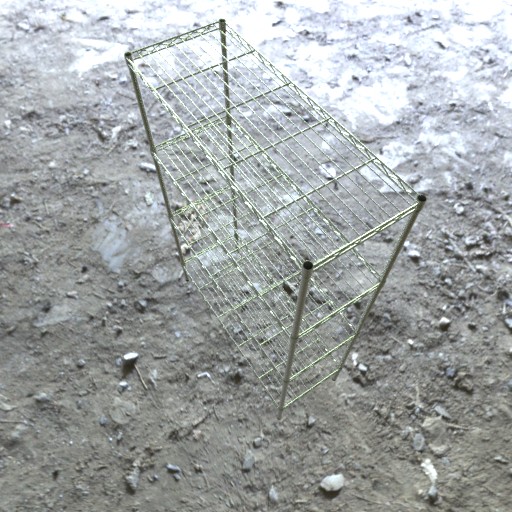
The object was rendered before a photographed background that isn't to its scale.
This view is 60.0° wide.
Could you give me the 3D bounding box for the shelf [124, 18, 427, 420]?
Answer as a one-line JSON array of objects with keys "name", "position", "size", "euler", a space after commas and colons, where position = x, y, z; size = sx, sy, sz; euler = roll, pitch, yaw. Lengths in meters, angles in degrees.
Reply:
[{"name": "shelf", "position": [0.000, 0.000, 1.736], "size": [0.352, 1.360, 0.907], "euler": [-29, 62, -17]}]
